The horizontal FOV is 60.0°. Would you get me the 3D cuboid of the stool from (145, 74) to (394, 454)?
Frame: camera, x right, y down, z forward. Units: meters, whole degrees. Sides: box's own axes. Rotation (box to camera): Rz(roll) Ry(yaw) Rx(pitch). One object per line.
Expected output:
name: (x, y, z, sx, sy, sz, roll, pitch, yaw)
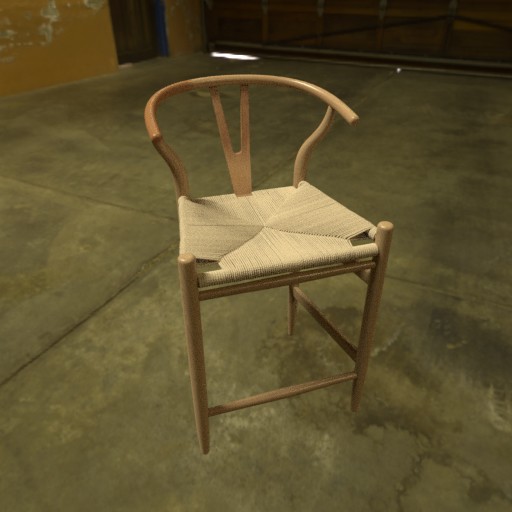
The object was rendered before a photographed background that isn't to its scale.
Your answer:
stool: (0.000, 0.000, 1.319, 0.536, 0.923, 0.575, -10, 33, -15)
